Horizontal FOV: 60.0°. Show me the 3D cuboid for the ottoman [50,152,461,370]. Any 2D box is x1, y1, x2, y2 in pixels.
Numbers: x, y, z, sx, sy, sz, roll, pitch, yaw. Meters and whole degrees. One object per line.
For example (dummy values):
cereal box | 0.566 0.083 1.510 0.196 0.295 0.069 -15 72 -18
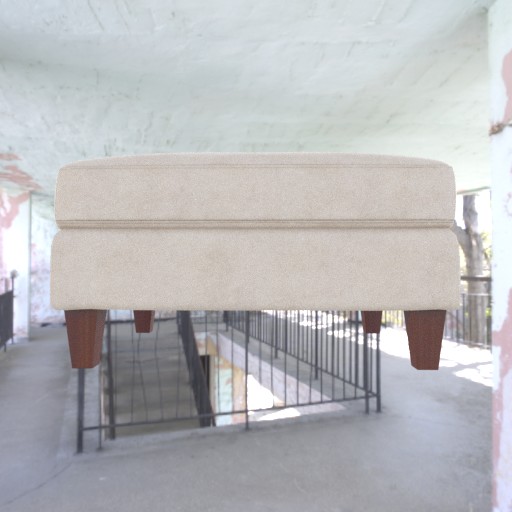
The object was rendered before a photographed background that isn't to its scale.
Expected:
ottoman | 0.000 0.000 1.188 0.864 0.483 0.584 0 -1 1
